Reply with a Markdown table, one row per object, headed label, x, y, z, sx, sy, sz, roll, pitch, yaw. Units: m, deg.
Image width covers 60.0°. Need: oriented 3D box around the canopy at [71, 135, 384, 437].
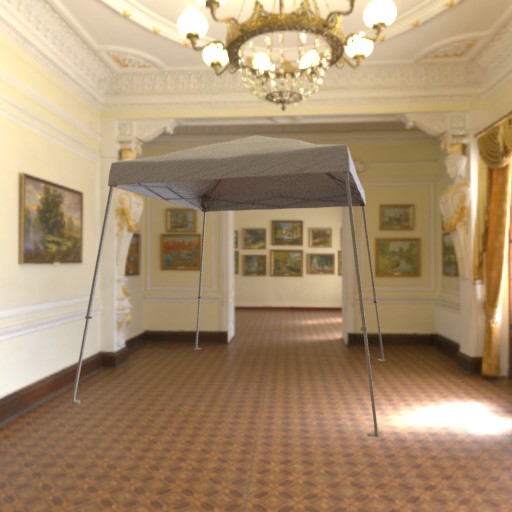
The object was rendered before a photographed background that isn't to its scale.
| label | x | y | z | sx | sy | sz | roll | pitch | yaw |
| --- | --- | --- | --- | --- | --- | --- | --- | --- | --- |
| canopy | 0.000 | 0.000 | 6.591 | 3.599 | 3.600 | 3.600 | 0 | -1 | 17 |
